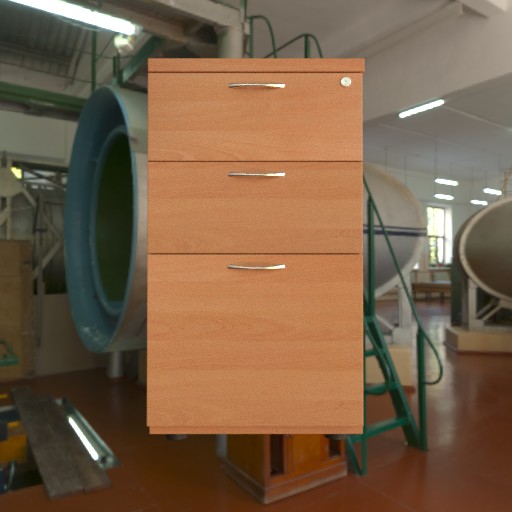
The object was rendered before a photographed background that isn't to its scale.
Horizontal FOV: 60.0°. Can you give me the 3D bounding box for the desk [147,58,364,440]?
[{"bbox_3d":[0.000,0.000,1.110,0.404,0.730,0.600,0,-1,0],"label":"desk"}]
